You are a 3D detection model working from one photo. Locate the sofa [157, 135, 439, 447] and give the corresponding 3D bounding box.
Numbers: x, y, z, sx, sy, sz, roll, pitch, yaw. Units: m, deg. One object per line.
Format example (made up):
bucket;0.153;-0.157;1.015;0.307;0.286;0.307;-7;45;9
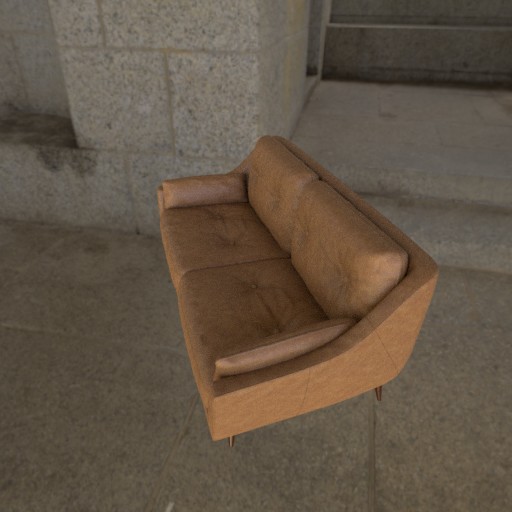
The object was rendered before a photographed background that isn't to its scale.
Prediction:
sofa;0.000;0.000;2.369;0.904;0.839;1.902;-9;32;-14
